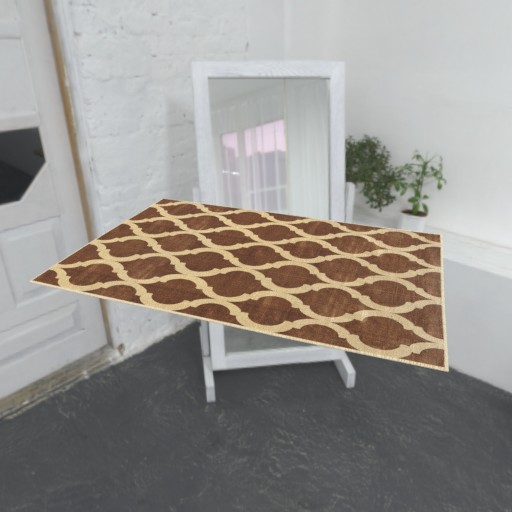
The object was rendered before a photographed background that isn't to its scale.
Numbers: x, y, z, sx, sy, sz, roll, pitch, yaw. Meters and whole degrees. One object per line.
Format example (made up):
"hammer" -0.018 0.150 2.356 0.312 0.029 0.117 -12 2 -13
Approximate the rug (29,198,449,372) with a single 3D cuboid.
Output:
"rug" 0.000 0.000 2.869 2.284 0.008 1.522 9 28 17
